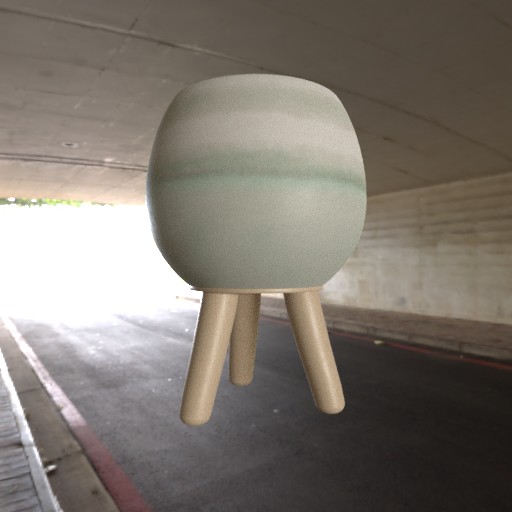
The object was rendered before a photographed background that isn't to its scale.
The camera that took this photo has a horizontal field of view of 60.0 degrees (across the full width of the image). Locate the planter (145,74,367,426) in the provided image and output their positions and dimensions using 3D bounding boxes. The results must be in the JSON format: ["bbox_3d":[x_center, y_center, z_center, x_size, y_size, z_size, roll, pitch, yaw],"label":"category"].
[{"bbox_3d":[0.000,0.000,0.333,0.161,0.224,0.161,0,-1,0],"label":"planter"}]
